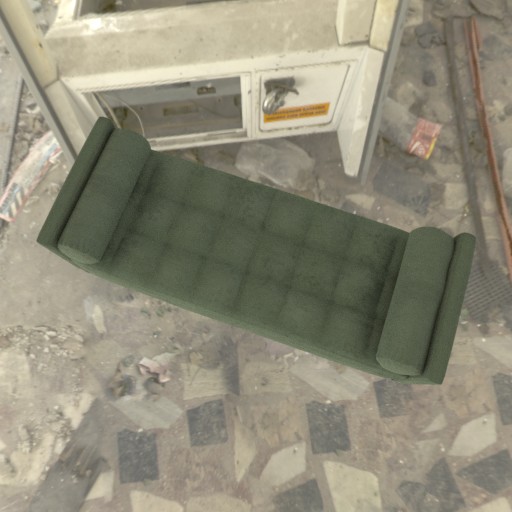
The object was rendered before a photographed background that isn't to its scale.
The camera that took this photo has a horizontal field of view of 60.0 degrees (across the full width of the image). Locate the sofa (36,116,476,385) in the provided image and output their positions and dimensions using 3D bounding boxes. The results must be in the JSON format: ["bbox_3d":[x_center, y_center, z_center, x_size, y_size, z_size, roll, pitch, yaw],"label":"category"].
[{"bbox_3d":[0.000,0.000,2.532,2.130,0.681,0.817,19,75,5],"label":"sofa"}]
